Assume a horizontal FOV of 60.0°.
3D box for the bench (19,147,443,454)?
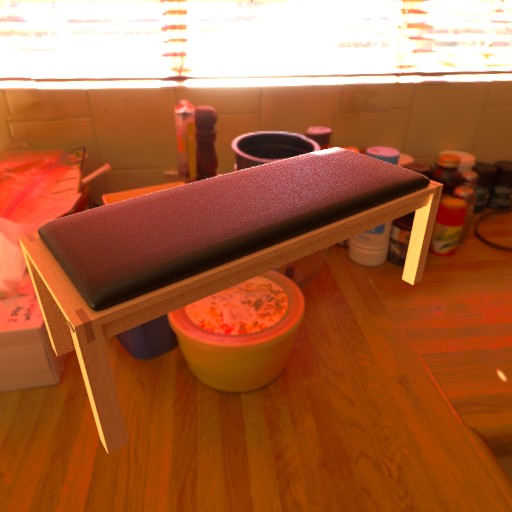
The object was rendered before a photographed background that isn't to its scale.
[{"bbox_3d":[0.000,0.000,1.384,1.202,0.430,0.450,-21,37,-31],"label":"bench"}]
